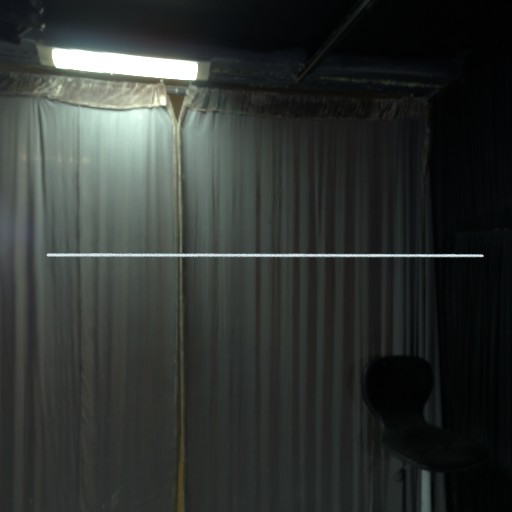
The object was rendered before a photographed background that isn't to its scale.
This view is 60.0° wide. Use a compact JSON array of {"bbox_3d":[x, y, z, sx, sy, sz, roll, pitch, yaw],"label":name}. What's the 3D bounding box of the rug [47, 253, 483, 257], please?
[{"bbox_3d":[0.000,0.000,3.079,2.443,0.015,1.528,0,0,-17],"label":"rug"}]
